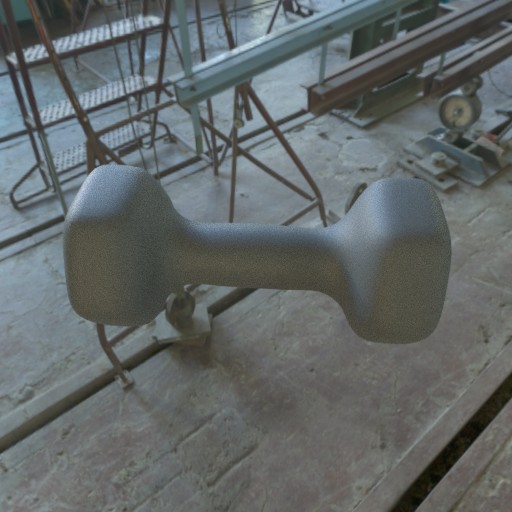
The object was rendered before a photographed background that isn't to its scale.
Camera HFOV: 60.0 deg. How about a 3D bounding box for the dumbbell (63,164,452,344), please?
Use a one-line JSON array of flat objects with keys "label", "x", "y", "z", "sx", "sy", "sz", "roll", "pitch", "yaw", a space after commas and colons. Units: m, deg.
[{"label": "dumbbell", "x": 0.000, "y": 0.000, "z": 0.233, "sx": 0.184, "sy": 0.081, "sz": 0.090, "roll": 4, "pitch": 46, "yaw": 3}]
